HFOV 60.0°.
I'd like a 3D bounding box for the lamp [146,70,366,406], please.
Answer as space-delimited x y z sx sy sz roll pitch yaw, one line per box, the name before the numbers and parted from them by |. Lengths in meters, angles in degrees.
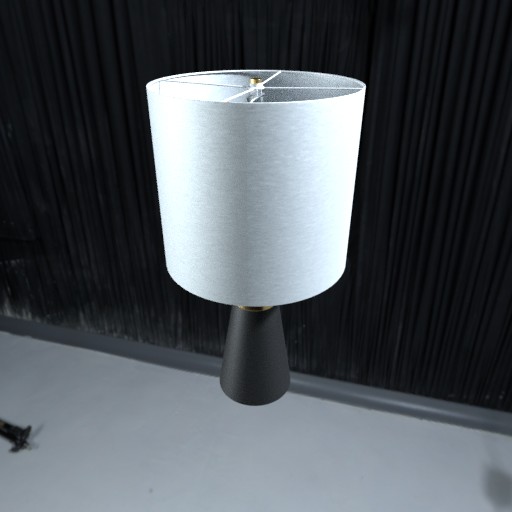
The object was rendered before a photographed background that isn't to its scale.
lamp | 0.000 0.000 0.774 0.308 0.580 0.308 8 30 14
